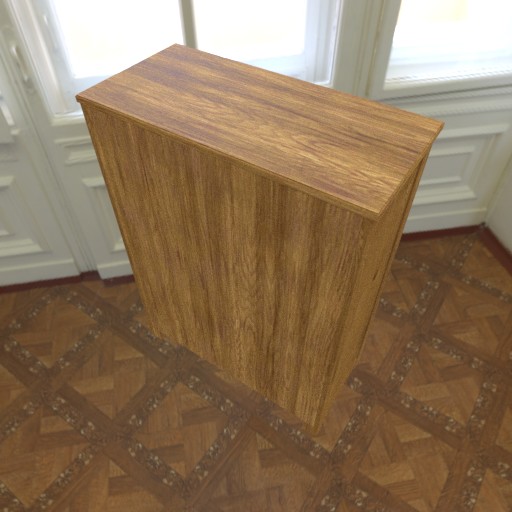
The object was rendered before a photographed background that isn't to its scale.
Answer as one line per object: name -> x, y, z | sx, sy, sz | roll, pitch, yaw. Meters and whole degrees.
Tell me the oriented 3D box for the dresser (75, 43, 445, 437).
dresser -> 0.000, 0.000, 1.951 | 1.081, 1.431, 0.558 | 26, 52, 22
